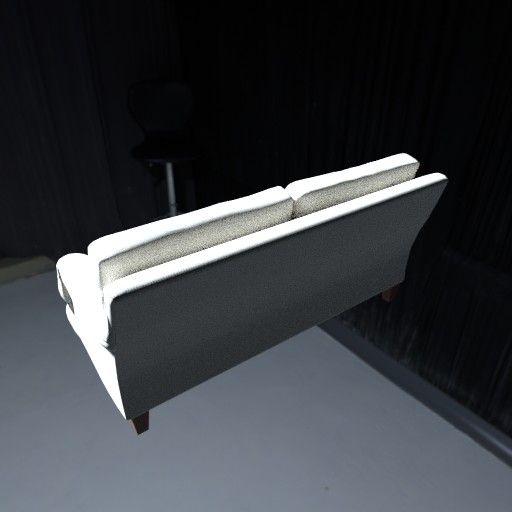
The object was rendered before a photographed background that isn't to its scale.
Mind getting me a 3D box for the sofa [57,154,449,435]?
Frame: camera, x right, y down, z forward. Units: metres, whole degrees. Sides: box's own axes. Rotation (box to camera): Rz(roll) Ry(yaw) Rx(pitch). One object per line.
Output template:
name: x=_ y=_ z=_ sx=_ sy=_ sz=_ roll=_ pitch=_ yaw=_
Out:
sofa: x=0.000 y=0.000 z=2.728 sx=2.159 sy=1.087 sz=1.086 roll=-20 pitch=36 yaw=-30
